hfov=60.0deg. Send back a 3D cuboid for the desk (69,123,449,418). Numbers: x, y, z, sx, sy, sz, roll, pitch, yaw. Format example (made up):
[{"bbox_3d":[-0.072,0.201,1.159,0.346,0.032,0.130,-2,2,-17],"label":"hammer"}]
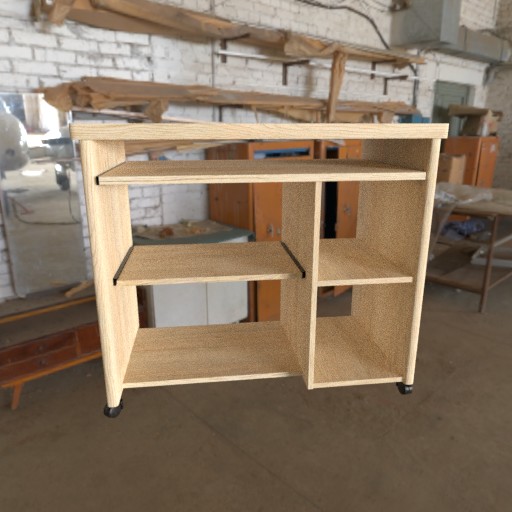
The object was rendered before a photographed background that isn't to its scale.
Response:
[{"bbox_3d":[0.000,0.000,1.346,0.885,0.770,0.480,-2,17,-7],"label":"desk"}]
